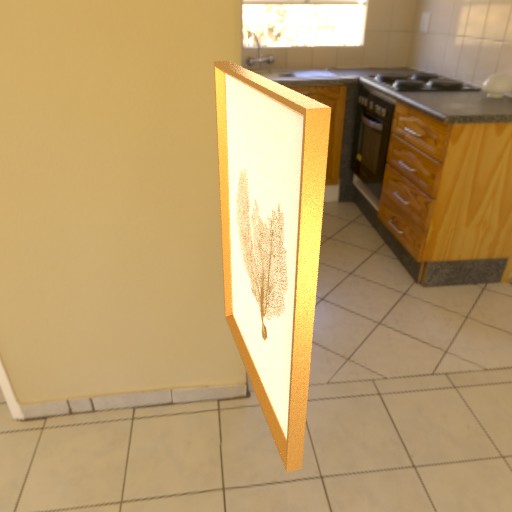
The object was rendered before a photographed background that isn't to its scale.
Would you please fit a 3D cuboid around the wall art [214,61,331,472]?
[{"bbox_3d":[0.000,0.000,1.078,0.038,0.812,0.610,-9,31,-15],"label":"wall art"}]
